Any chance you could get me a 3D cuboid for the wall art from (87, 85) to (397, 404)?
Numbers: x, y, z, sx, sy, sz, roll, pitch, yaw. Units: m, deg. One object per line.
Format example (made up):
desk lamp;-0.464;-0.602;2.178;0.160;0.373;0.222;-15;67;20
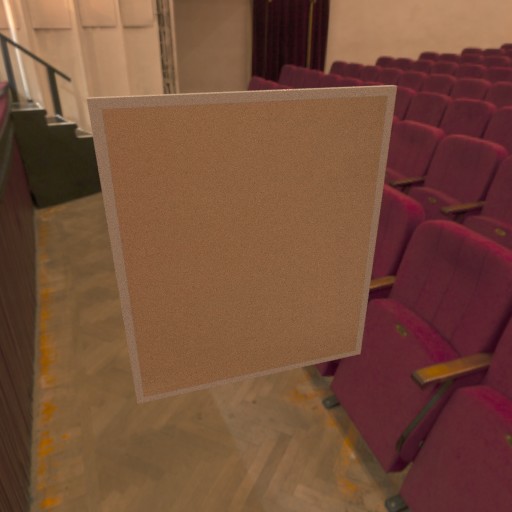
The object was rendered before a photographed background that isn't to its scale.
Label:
wall art;0.000;0.000;0.793;0.482;0.557;0.012;-8;28;-16
